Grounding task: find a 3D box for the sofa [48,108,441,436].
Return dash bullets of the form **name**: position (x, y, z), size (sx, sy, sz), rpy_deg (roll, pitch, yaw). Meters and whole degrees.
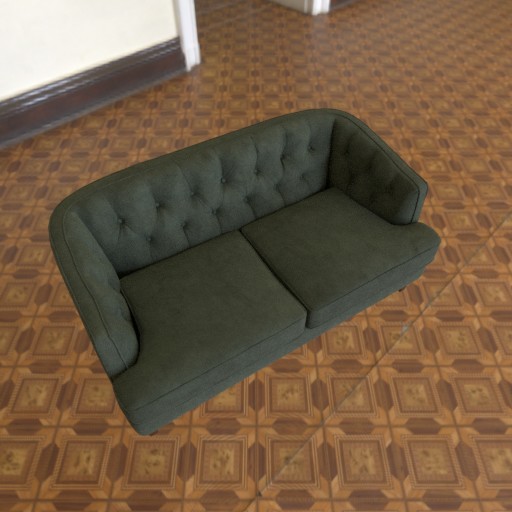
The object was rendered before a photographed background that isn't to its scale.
- **sofa**: position (0.000, 0.000, 2.238), size (1.733, 0.855, 0.941), rpy_deg (-25, 52, -21)
